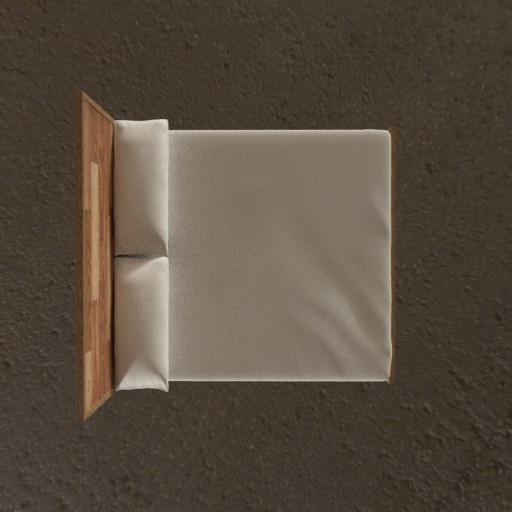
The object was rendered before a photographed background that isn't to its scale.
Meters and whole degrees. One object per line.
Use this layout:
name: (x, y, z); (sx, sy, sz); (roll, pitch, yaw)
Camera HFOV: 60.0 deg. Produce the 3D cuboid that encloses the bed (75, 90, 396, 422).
bed: (0.000, 0.000, 3.327); (2.184, 1.295, 2.013); (0, 91, 0)
